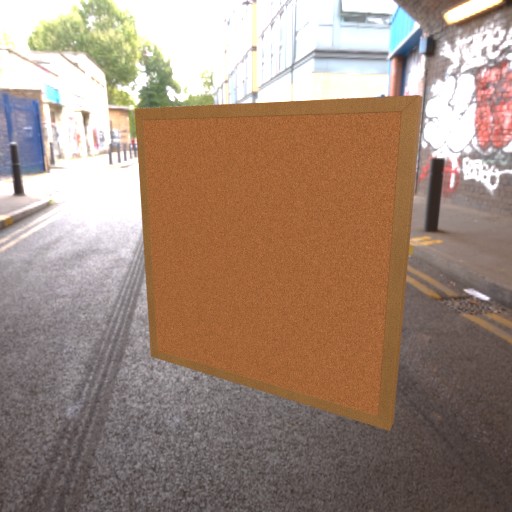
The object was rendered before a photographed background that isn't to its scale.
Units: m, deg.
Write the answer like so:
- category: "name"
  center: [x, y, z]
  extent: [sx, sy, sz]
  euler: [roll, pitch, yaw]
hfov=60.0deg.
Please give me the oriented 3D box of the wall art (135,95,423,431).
- category: "wall art"
  center: [0.000, 0.000, 1.168]
  extent: [0.763, 0.763, 0.037]
  euler: [8, 17, 29]
